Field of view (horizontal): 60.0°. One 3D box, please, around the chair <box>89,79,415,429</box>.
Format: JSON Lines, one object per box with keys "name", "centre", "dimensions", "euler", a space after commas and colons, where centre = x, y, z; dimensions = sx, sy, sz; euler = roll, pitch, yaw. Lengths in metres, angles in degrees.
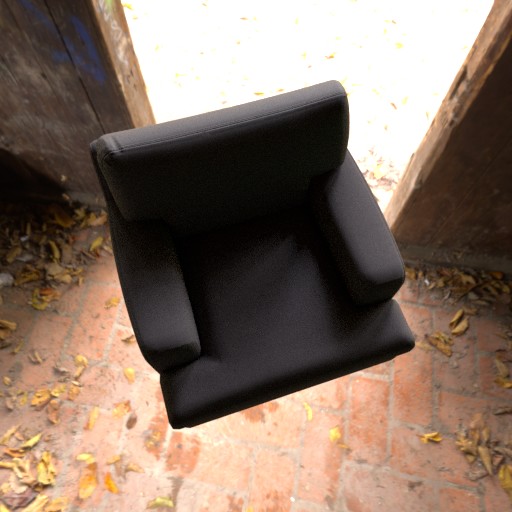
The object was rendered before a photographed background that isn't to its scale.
{"name": "chair", "centre": [0.000, 0.000, 1.949], "dimensions": [1.168, 0.940, 1.143], "euler": [-16, 66, -8]}
